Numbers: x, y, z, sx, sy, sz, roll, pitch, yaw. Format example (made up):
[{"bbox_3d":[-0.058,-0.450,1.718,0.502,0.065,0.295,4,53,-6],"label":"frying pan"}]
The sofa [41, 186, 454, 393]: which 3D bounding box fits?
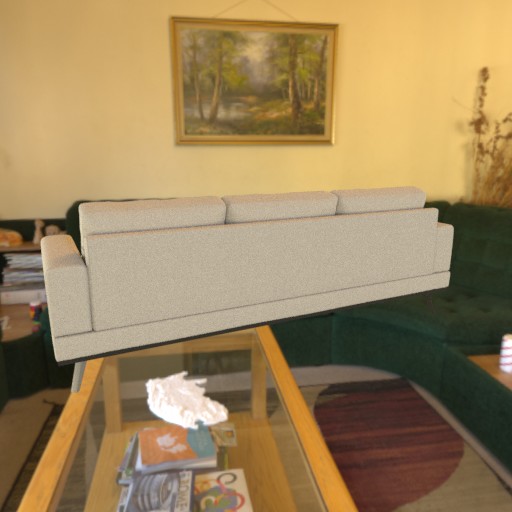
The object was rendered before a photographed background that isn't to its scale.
[{"bbox_3d":[0.000,0.000,2.670,2.310,0.810,0.920,-7,15,-26],"label":"sofa"}]
